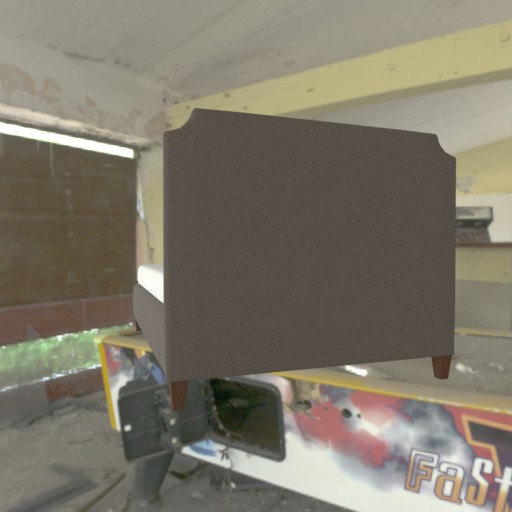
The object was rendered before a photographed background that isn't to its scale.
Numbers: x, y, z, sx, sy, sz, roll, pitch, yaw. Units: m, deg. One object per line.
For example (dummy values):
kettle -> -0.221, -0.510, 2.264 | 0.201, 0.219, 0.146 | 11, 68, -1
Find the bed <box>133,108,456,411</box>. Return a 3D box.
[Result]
bed -> 0.000, 0.000, 3.422 | 1.713, 1.443, 2.372 | 0, 1, -19
